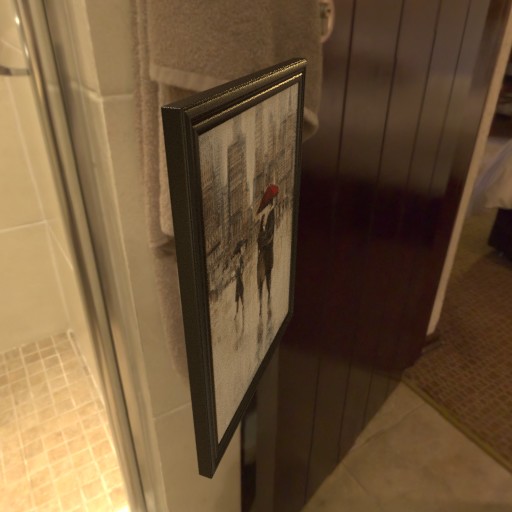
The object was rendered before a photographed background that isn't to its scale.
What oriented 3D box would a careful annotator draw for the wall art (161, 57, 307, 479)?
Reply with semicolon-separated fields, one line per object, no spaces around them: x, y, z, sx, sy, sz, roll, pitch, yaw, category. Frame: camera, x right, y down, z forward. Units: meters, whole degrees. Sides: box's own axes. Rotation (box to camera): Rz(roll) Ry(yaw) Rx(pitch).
0.000;0.000;1.565;0.053;1.194;0.950;11;32;18;wall art
